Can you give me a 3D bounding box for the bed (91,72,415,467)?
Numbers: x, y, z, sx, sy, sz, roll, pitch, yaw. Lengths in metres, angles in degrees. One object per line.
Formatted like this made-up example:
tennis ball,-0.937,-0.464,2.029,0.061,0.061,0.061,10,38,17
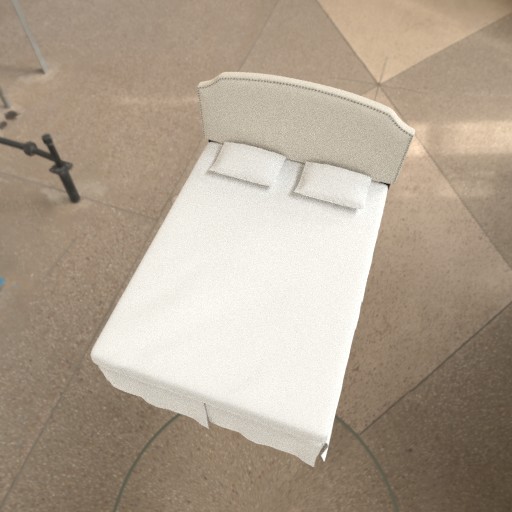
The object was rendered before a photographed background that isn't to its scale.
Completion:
bed,0.000,0.000,2.893,1.558,1.270,1.999,16,59,10
